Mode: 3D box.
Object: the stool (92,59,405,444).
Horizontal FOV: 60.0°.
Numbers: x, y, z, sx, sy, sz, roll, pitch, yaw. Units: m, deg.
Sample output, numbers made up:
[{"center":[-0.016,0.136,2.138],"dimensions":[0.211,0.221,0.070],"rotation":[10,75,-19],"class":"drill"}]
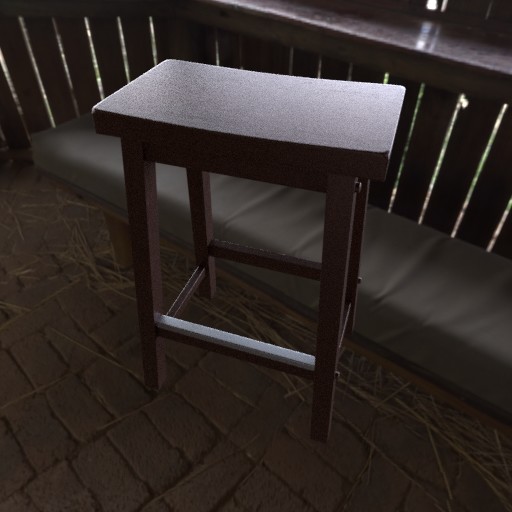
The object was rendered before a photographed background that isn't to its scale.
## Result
[{"center":[0.000,0.000,0.840],"dimensions":[0.406,0.610,0.322],"rotation":[13,42,14],"class":"stool"}]
